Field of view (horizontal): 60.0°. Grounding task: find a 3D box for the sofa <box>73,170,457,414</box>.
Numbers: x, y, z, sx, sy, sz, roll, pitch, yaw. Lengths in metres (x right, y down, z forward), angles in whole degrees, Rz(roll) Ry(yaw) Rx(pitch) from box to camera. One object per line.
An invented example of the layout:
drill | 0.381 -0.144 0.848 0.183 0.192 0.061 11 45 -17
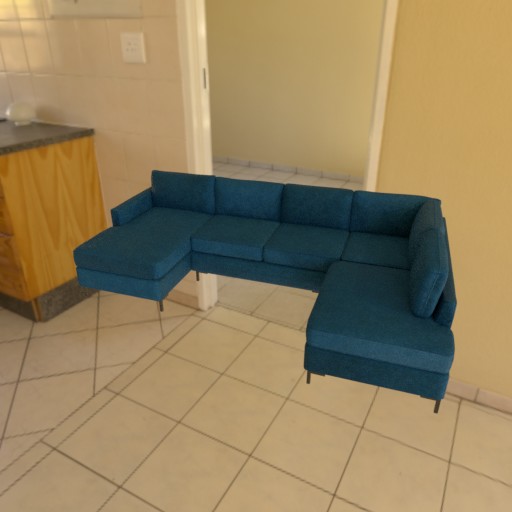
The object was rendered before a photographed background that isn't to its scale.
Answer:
sofa | 0.000 0.000 4.231 3.434 0.992 2.055 9 28 17
